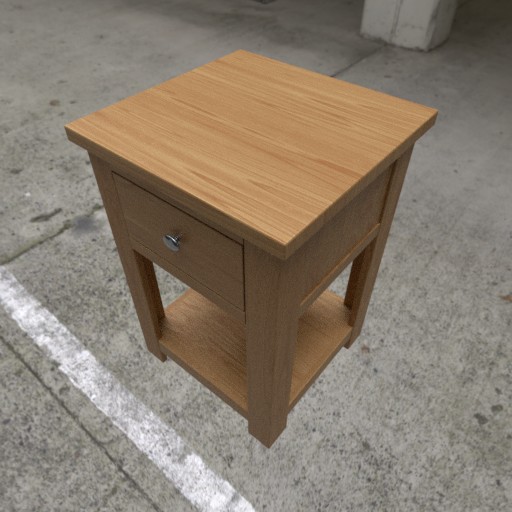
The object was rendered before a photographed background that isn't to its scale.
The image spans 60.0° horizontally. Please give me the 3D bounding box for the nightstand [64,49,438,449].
[{"bbox_3d":[0.000,0.000,0.916,0.428,0.614,0.418,30,52,27],"label":"nightstand"}]
